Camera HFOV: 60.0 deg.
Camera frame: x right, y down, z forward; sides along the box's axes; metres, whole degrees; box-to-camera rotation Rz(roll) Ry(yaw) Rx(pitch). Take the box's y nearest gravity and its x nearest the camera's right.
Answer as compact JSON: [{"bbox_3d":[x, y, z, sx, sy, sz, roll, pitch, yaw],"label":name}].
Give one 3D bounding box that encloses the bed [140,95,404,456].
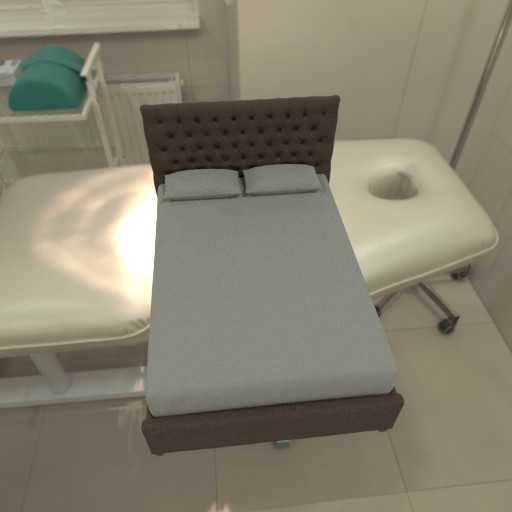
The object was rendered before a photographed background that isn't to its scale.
[{"bbox_3d":[0.000,0.000,3.425,1.698,1.427,2.387,-4,46,-4],"label":"bed"}]
